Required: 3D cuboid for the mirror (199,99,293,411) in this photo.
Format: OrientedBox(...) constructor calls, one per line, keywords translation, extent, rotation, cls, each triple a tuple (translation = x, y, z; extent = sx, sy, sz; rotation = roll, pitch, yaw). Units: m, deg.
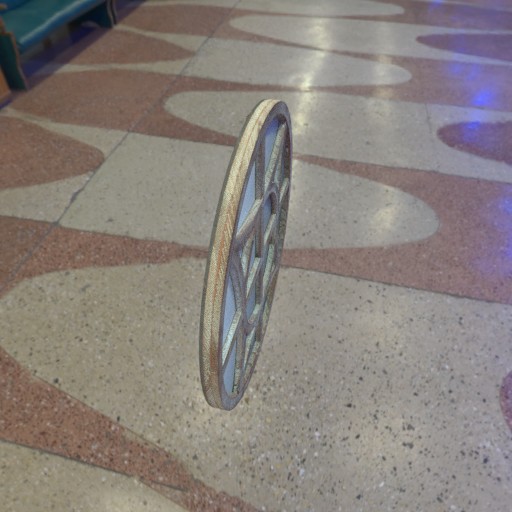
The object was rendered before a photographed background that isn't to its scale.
OrientedBox(translation=(0.000, 0.000, 1.064), extent=(0.038, 0.710, 0.710), rotation=(10, 45, 10), cls="mirror")
